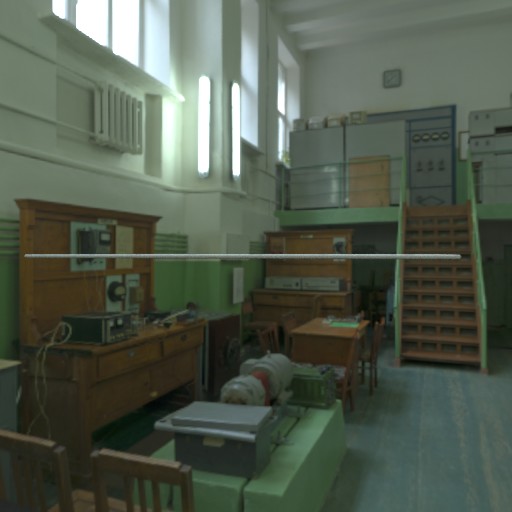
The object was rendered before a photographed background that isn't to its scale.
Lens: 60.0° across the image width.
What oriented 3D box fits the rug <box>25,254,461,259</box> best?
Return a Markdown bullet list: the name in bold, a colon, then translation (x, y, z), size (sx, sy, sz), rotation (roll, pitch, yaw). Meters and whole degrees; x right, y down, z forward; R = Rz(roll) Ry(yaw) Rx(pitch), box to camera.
- **rug**: translation (0.000, 0.000, 2.299), size (1.828, 0.015, 1.222), rotation (0, 0, 20)
